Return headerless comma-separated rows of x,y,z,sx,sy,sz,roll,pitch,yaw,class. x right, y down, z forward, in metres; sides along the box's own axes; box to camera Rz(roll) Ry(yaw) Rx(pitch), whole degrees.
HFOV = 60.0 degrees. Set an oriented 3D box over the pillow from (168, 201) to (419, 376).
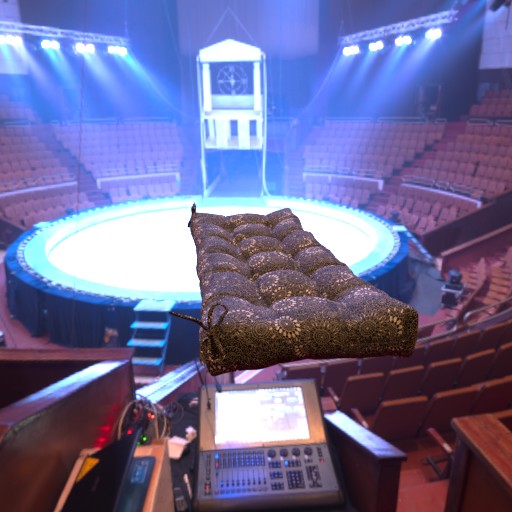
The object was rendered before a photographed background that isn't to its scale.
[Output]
0.000,0.000,1.394,0.511,0.174,1.194,-3,17,-9,pillow
